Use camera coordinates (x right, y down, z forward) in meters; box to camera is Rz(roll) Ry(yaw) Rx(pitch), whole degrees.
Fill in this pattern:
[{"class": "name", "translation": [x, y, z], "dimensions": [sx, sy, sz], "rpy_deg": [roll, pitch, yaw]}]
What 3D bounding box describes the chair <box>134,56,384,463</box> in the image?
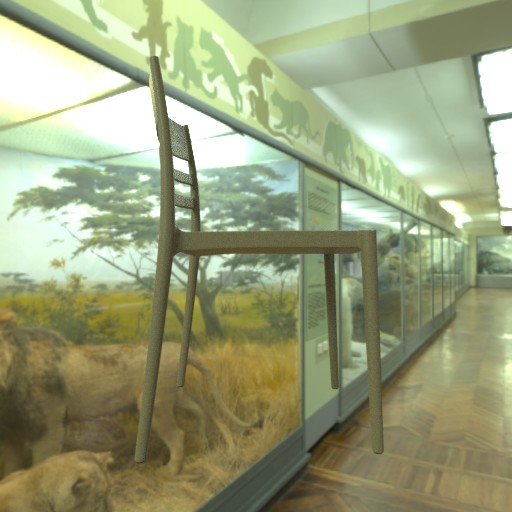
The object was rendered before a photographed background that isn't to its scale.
[{"class": "chair", "translation": [0.000, 0.000, 1.121], "dimensions": [0.511, 0.800, 0.531], "rpy_deg": [0, 0, -1]}]
